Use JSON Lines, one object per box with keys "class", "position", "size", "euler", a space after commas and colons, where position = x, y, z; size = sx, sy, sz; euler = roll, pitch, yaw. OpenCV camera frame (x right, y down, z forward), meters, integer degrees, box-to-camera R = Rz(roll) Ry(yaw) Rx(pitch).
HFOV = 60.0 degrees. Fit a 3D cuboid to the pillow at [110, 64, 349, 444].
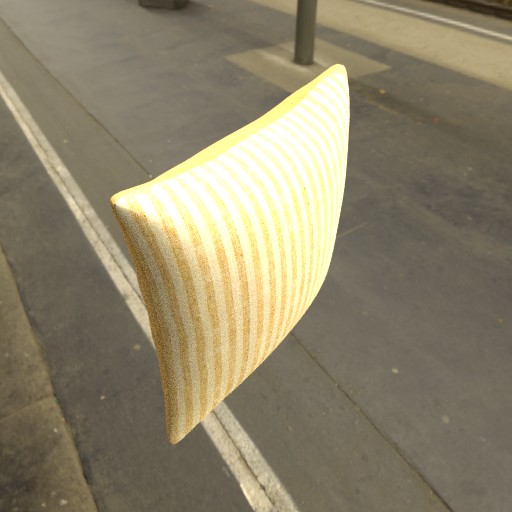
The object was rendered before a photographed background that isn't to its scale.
{"class": "pillow", "position": [0.000, 0.000, 0.617], "size": [0.173, 0.407, 0.419], "euler": [25, 47, 26]}
